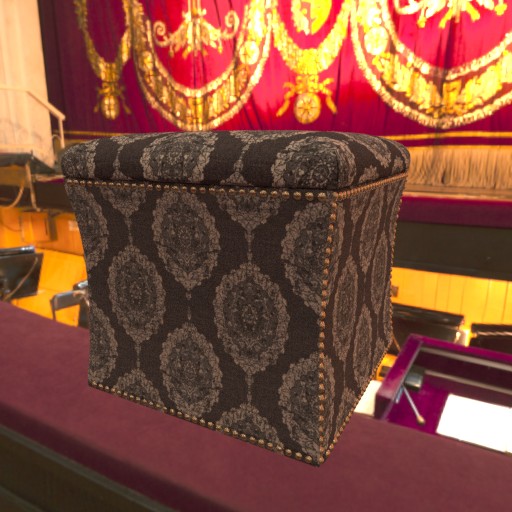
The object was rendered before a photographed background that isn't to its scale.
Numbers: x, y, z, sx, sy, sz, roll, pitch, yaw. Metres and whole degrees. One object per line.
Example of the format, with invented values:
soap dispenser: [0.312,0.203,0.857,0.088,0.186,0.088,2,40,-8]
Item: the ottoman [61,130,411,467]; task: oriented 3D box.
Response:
ottoman: [0.000,0.000,0.874,0.497,0.475,0.507,8,16,27]
